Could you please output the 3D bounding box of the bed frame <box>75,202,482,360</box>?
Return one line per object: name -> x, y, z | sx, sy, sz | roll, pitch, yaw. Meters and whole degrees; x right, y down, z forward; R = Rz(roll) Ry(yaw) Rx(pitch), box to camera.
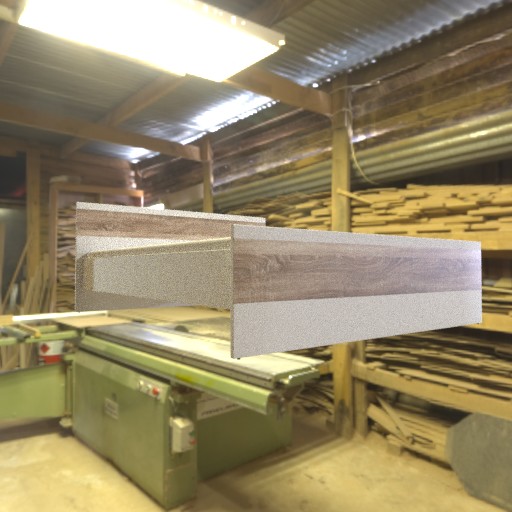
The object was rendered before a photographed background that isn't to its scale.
bed frame -> 0.000, 0.000, 2.885 | 1.720, 0.800, 2.060 | 1, -2, -36
